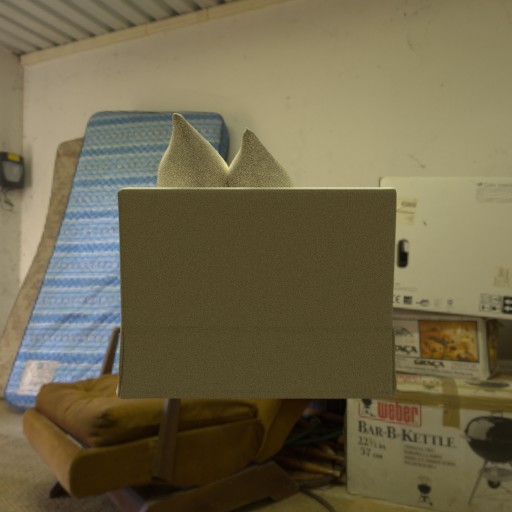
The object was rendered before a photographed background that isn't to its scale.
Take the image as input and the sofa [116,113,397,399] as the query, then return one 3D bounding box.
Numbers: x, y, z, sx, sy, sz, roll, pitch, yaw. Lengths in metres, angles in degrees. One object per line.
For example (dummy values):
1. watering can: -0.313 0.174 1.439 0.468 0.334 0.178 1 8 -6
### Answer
1. sofa: 0.000 0.000 2.311 1.026 1.039 1.608 0 -1 0
